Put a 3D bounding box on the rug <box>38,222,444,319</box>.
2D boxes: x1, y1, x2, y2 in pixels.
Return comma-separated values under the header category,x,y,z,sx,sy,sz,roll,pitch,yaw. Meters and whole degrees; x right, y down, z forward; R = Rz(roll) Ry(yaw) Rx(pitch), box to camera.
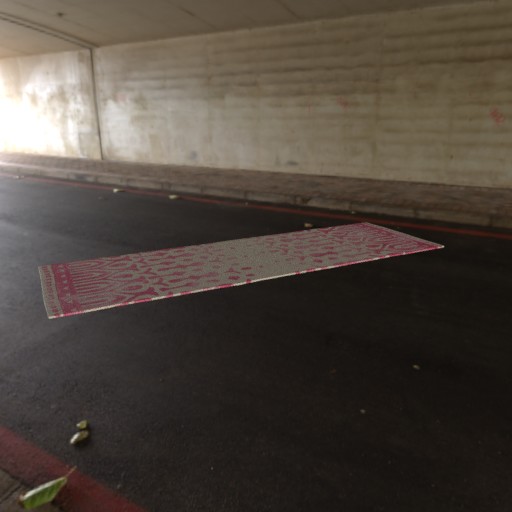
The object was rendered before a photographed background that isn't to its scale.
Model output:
category,x,y,z,sx,sy,sz,roll,pitch,yaw
rug,0.000,0.000,2.789,2.458,0.011,0.787,-9,20,-25
